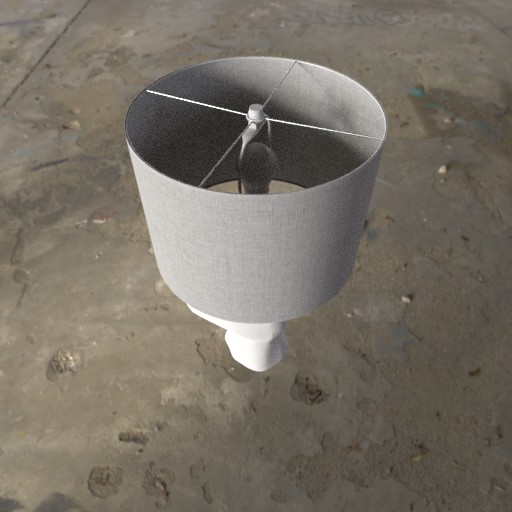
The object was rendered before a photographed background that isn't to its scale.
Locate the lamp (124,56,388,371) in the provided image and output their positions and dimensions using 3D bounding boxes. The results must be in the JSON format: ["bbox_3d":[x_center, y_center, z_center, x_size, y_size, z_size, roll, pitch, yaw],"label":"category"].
[{"bbox_3d":[0.000,0.000,0.692,0.298,0.503,0.298,16,50,14],"label":"lamp"}]
